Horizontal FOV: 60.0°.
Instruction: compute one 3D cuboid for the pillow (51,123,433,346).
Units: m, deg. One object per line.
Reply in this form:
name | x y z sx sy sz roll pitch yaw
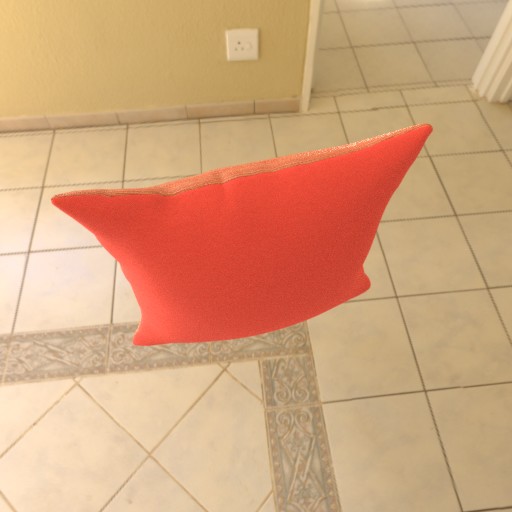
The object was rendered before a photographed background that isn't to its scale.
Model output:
pillow | 0.000 0.000 0.805 0.559 0.501 0.229 -13 59 -8
